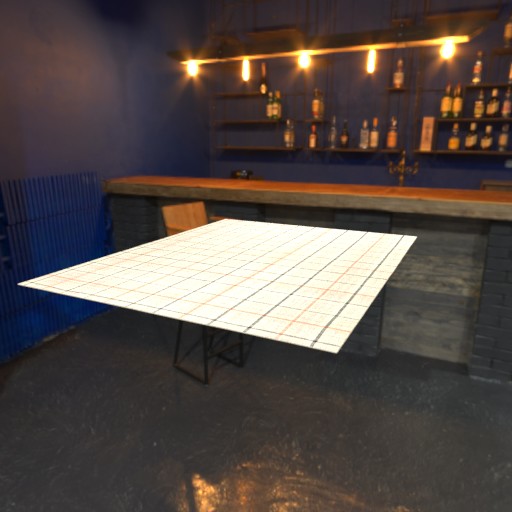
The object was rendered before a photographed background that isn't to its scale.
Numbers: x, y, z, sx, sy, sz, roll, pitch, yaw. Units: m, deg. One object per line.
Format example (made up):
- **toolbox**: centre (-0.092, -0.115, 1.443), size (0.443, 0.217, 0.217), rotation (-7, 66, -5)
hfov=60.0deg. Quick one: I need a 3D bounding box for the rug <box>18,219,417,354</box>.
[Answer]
- **rug**: centre (0.000, 0.000, 4.083), size (2.444, 0.012, 3.048), rotation (7, 17, 26)
